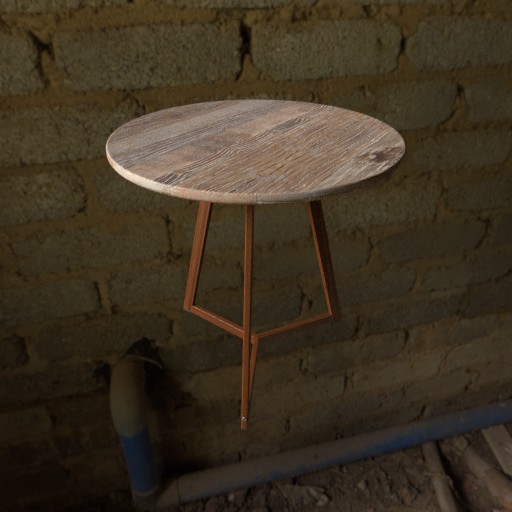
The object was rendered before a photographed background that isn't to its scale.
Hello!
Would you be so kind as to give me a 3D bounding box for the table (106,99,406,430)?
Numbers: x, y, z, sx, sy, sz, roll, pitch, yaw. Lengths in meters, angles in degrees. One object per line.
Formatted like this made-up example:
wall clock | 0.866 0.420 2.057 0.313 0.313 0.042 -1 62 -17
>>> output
table | 0.000 0.000 0.899 0.500 0.500 0.500 0 32 0
